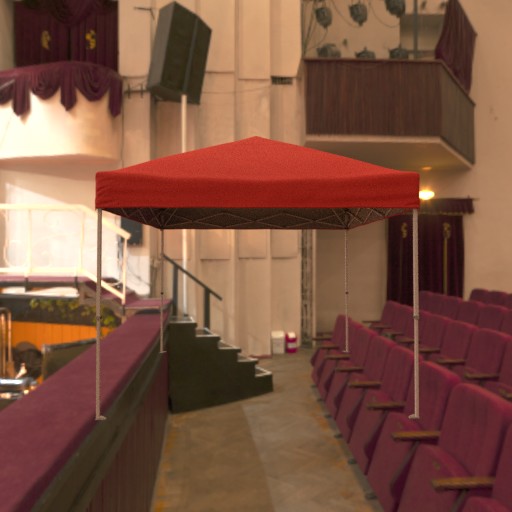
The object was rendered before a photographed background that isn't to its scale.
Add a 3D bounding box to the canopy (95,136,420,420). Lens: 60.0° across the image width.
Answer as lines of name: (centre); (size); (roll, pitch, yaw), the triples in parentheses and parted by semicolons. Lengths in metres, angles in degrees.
canopy: (0.000, 0.000, 5.533); (2.996, 2.997, 2.998); (0, 0, -1)
